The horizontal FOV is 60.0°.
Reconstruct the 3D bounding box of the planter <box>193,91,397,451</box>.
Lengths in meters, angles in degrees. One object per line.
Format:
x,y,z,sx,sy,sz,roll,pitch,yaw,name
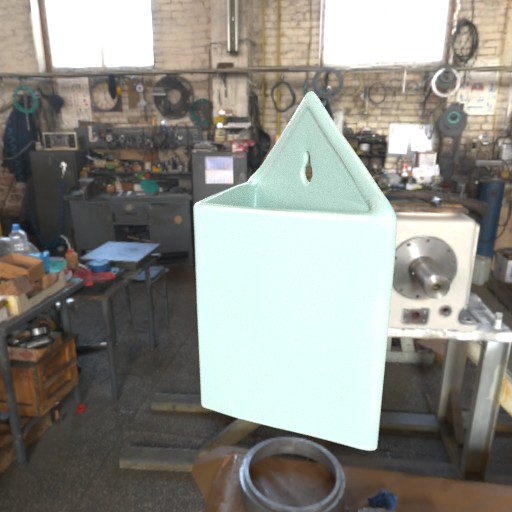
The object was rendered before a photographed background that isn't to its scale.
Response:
0.000,0.000,0.280,0.079,0.197,0.164,-8,18,-24,planter
